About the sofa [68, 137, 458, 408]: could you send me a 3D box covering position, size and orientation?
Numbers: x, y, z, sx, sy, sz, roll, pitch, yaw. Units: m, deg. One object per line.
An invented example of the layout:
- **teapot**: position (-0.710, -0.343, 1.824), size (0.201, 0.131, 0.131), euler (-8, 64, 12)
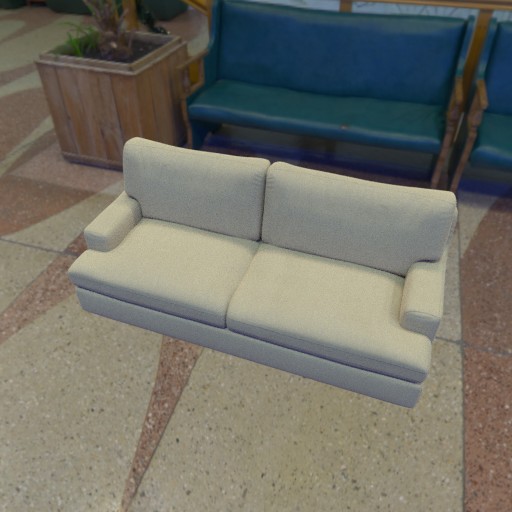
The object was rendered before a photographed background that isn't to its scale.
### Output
- **sofa**: position (0.000, 0.000, 2.669), size (2.147, 0.925, 0.929), euler (13, 42, 15)
